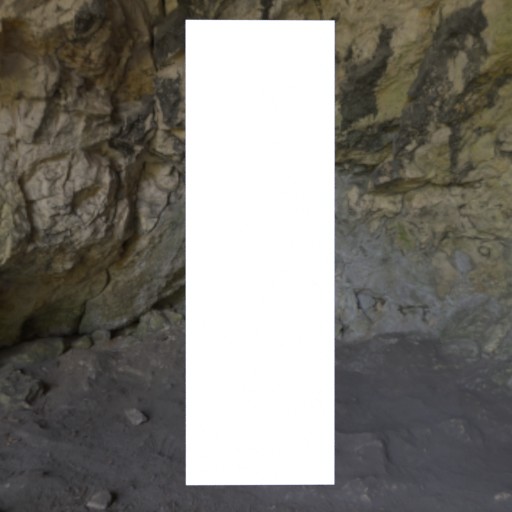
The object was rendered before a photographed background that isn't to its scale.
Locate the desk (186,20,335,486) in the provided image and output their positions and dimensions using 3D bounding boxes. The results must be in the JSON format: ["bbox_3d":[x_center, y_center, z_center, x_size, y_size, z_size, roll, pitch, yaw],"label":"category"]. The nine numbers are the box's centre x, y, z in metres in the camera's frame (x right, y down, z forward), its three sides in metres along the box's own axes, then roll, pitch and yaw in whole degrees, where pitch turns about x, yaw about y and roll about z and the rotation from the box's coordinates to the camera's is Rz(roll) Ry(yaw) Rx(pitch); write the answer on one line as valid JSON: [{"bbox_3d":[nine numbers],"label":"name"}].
[{"bbox_3d":[0.000,0.000,1.543,0.390,1.190,0.850,0,0,0],"label":"desk"}]
